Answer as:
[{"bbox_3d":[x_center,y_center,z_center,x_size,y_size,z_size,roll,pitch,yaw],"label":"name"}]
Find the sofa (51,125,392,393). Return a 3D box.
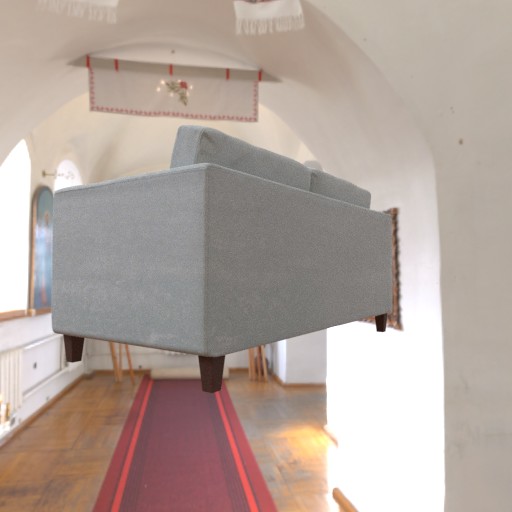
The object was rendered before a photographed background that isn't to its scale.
[{"bbox_3d":[0.000,0.000,2.451,0.950,0.963,1.884,-1,-2,35],"label":"sofa"}]
